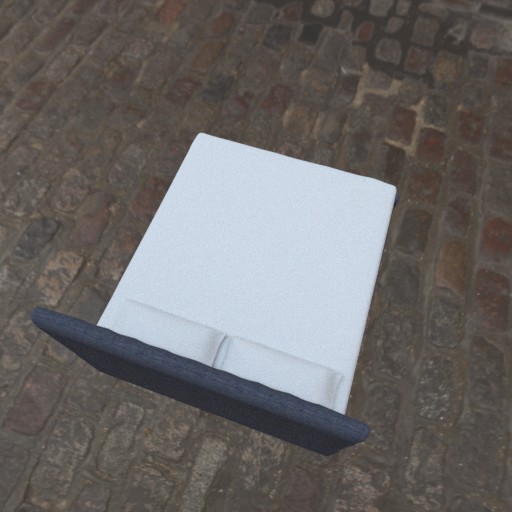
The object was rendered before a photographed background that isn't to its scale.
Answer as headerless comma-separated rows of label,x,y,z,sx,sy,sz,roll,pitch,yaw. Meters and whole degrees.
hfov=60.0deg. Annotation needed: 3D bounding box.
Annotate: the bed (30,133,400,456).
bed,0.000,0.000,3.593,2.078,1.427,2.387,17,65,9
